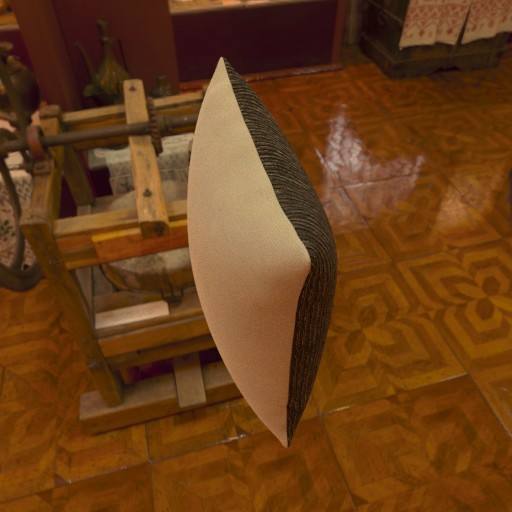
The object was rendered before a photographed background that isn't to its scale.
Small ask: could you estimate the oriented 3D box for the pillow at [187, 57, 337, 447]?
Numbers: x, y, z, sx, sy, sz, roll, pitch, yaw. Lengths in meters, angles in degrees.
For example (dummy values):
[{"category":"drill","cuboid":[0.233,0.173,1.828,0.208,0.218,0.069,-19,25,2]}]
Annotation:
[{"category":"pillow","cuboid":[0.000,0.000,0.678,0.196,0.434,0.433,-10,47,-9]}]
